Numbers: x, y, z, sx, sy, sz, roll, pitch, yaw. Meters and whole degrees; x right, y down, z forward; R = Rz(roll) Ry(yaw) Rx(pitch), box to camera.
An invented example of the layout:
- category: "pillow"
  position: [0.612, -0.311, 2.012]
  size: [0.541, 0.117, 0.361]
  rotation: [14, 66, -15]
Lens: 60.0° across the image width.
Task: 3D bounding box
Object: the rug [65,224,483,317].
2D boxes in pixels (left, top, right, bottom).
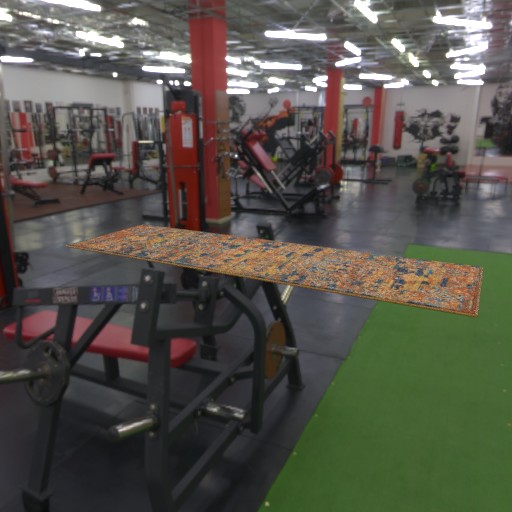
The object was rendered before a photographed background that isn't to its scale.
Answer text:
- category: "rug"
  position: [0.000, 0.000, 1.993]
  size: [1.820, 0.013, 0.556]
  rotation: [8, 18, 27]
